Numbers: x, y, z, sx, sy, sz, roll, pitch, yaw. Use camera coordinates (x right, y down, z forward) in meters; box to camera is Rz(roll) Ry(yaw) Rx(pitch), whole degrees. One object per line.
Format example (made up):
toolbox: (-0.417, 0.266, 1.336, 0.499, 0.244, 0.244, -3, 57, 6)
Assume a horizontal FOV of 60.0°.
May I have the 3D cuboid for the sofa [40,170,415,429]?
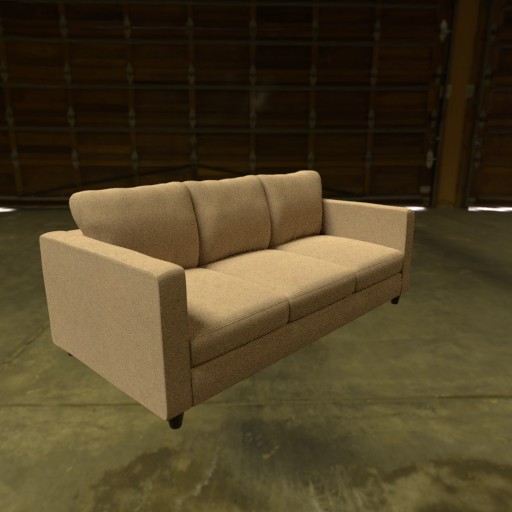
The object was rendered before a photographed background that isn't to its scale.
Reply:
sofa: (0.000, 0.000, 2.364, 0.930, 0.800, 1.855, 13, 20, 41)
